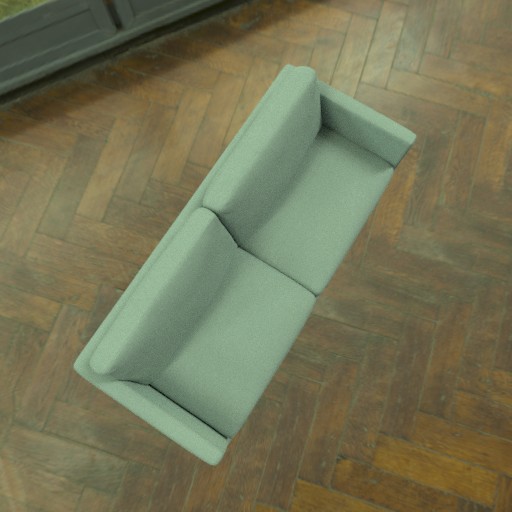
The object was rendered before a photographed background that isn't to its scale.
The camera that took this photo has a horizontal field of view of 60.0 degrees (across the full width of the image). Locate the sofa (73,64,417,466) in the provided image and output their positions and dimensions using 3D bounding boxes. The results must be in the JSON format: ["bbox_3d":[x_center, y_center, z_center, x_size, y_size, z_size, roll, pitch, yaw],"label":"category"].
[{"bbox_3d":[0.000,0.000,2.750,0.951,0.965,2.208,32,79,7],"label":"sofa"}]
